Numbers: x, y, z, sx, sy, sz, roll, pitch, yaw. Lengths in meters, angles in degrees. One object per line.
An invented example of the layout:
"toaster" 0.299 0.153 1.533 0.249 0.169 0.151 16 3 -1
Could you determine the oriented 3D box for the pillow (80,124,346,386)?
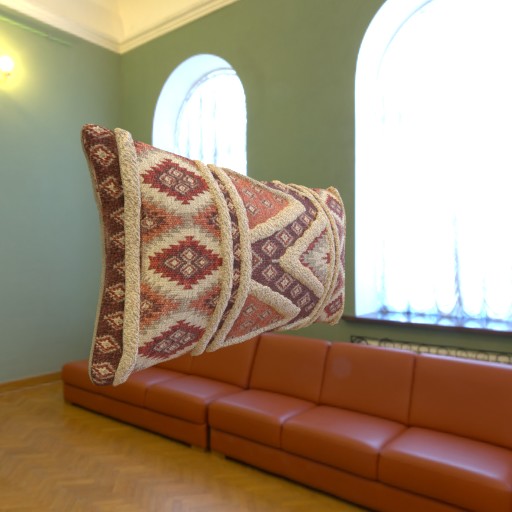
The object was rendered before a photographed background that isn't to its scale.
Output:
"pillow" 0.000 0.000 0.710 0.161 0.295 0.608 0 0 36
